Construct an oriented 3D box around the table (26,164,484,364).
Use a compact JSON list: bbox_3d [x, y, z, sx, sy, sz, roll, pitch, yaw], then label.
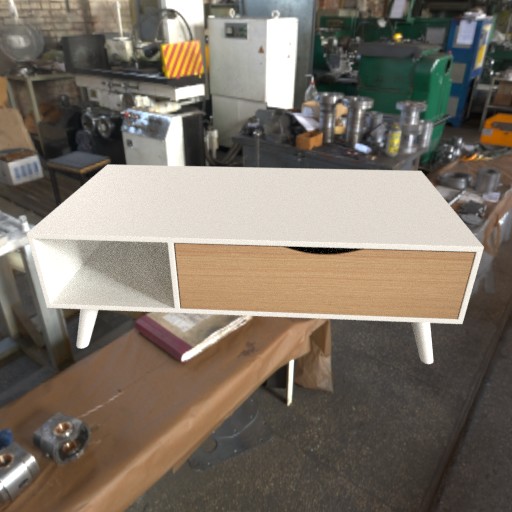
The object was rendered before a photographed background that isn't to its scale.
[{"bbox_3d":[0.000,0.000,1.523,1.194,0.432,0.609,2,29,3],"label":"table"}]
